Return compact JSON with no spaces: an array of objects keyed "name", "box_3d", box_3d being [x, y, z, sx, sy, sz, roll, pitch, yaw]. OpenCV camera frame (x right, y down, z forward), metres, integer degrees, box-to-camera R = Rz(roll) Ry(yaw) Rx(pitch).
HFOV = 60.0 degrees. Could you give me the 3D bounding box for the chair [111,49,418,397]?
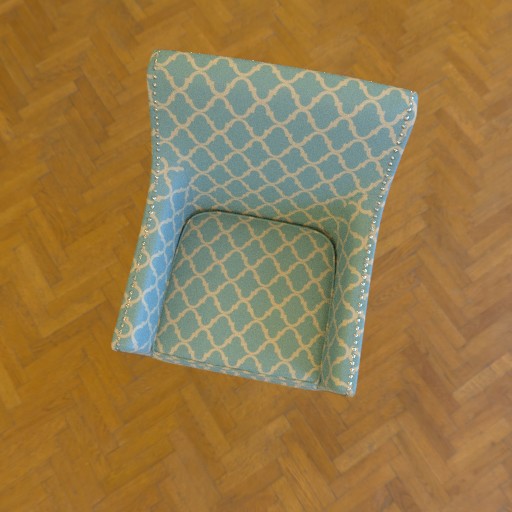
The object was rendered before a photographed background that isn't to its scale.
[{"name":"chair","box_3d":[0.000,0.000,1.284,0.617,0.817,0.686,10,76,3]}]
